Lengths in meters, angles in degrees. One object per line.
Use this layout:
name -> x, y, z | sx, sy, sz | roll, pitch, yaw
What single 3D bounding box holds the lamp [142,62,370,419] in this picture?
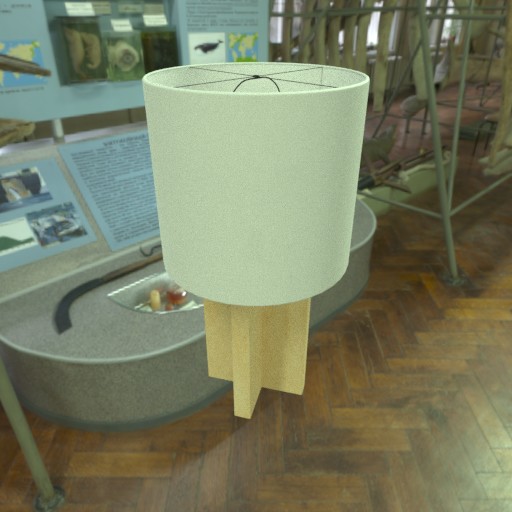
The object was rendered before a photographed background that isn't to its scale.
lamp -> 0.000, 0.000, 0.560 | 0.229, 0.428, 0.229 | 8, 30, 13
